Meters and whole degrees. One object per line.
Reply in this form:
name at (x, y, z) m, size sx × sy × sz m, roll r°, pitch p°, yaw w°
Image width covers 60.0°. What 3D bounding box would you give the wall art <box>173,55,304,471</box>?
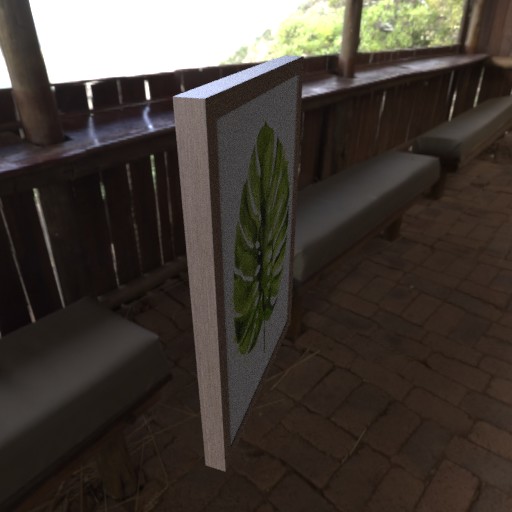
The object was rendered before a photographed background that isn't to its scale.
wall art at (0.000, 0.000, 0.656) m, size 0.032 × 0.510 × 0.358 m, roll 10°, pitch 31°, yaw 16°
